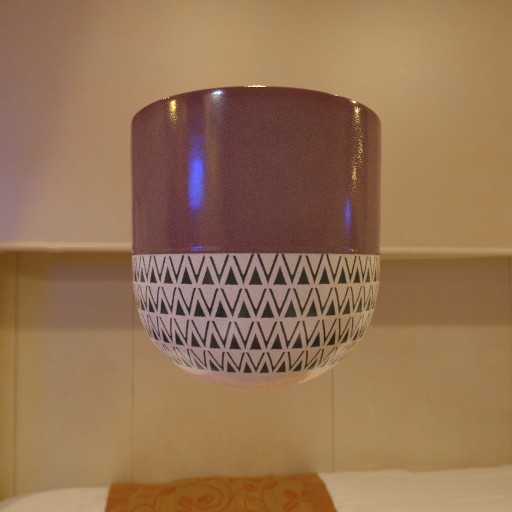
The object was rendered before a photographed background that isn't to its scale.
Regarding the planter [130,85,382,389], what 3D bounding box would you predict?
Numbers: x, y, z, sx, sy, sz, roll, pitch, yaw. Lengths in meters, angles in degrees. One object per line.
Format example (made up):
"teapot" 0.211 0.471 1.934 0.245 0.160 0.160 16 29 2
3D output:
"planter" 0.000 0.000 0.486 0.266 0.270 0.266 0 -1 0
